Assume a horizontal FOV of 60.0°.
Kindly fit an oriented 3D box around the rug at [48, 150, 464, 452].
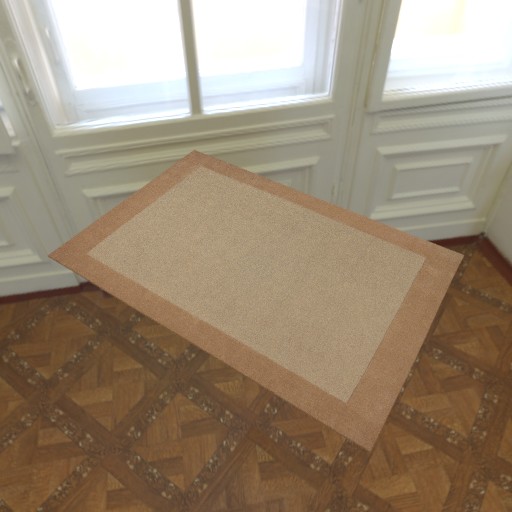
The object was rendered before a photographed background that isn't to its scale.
[{"bbox_3d":[0.000,0.000,2.340,1.829,0.014,1.219,25,51,23],"label":"rug"}]
